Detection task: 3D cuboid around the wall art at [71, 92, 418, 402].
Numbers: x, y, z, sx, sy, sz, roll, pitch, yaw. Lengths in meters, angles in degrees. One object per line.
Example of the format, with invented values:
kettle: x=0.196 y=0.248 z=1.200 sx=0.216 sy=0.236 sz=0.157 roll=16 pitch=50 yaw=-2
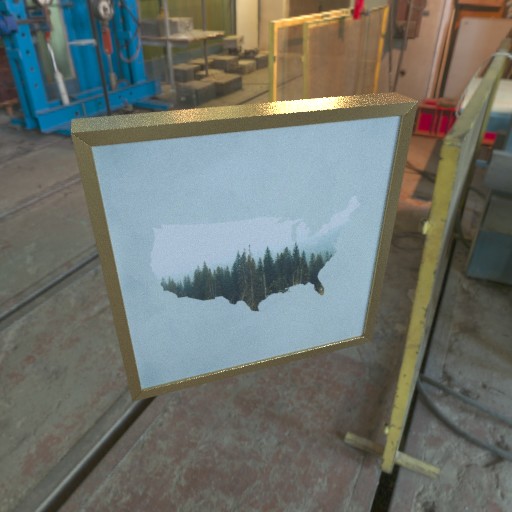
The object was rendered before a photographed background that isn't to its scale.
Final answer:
wall art: x=0.000 y=0.000 z=0.469 sx=0.304 sy=0.304 sz=0.038 roll=-10 pitch=34 yaw=-15
